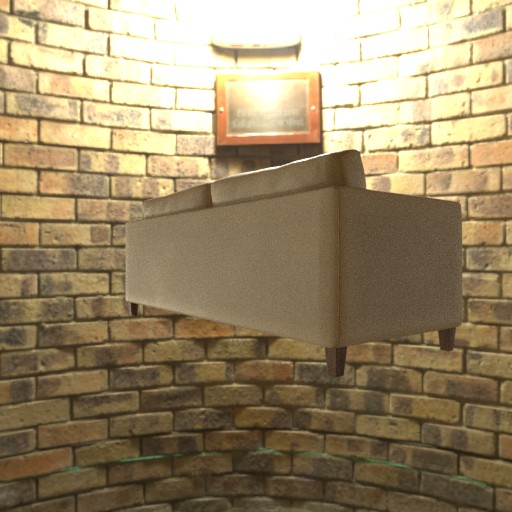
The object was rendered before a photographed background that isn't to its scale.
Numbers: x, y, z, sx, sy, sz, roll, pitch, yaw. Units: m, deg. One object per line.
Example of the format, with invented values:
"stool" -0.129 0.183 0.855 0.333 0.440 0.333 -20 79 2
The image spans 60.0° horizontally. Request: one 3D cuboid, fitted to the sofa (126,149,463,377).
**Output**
"sofa" 0.000 0.000 2.929 0.951 0.968 2.361 0 0 -36
